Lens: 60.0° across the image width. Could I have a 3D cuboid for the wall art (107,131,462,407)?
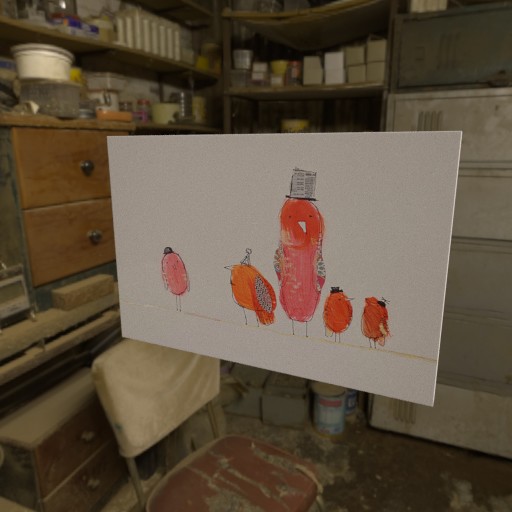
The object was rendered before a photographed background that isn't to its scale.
[{"bbox_3d":[0.000,0.000,1.151,0.914,0.609,0.038,6,15,25],"label":"wall art"}]
